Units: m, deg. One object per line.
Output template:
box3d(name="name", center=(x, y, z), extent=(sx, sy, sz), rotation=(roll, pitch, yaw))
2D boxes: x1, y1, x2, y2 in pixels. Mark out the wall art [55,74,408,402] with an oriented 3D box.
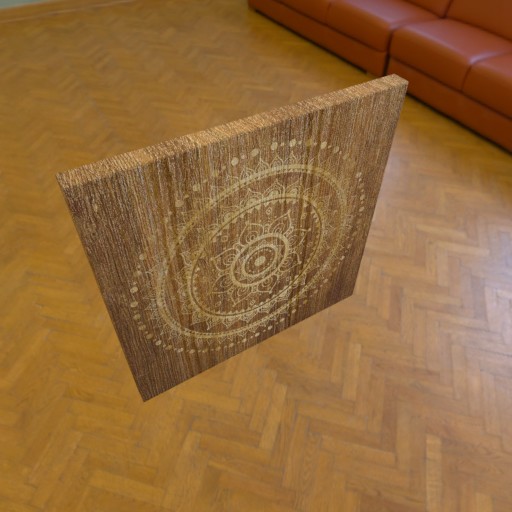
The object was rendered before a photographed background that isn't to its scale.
box3d(name="wall art", center=(0.000, 0.000, 0.904), extent=(0.611, 0.608, 0.042), rotation=(-24, 51, -21))
